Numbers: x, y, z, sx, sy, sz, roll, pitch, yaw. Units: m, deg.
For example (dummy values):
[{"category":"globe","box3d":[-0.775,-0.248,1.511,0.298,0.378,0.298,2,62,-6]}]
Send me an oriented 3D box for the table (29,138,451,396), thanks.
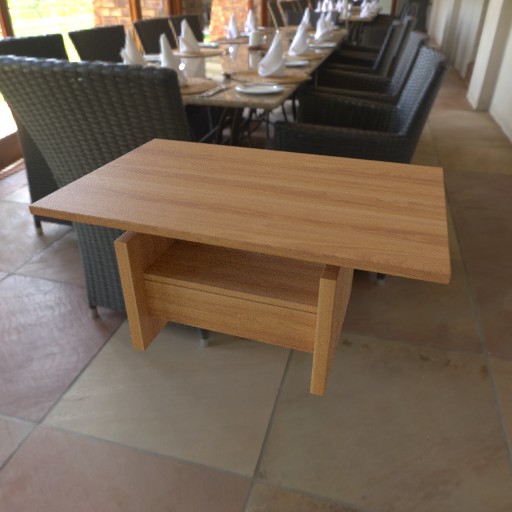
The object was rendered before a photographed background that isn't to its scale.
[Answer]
[{"category":"table","box3d":[0.000,0.000,1.495,1.100,0.510,0.700,10,32,16]}]
